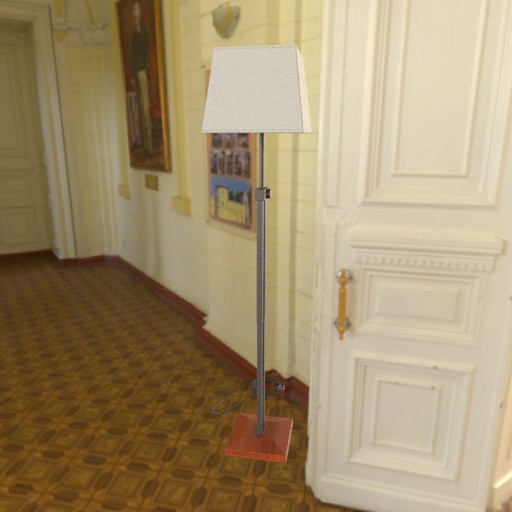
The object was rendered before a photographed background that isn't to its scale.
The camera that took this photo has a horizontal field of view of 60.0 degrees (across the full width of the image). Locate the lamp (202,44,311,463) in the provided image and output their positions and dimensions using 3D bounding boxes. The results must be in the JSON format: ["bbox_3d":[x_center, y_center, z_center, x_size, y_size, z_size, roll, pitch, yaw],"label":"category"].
[{"bbox_3d":[0.000,0.000,2.047,0.472,1.712,0.745,3,16,11],"label":"lamp"}]
